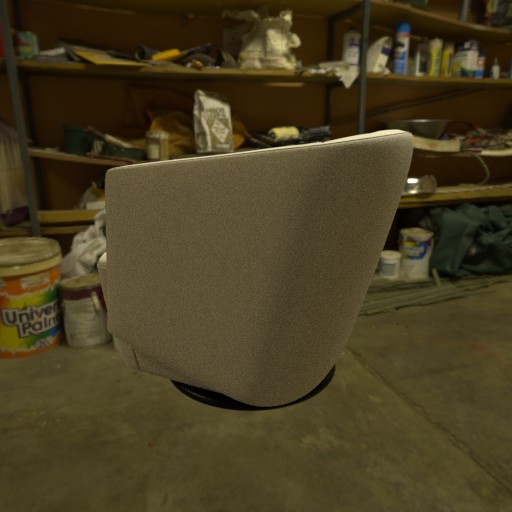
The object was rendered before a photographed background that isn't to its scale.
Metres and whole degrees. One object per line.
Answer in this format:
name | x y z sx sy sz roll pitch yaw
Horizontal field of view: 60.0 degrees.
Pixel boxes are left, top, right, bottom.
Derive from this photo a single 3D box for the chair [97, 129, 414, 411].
chair | 0.000 0.000 1.586 0.986 0.861 0.822 7 16 26
